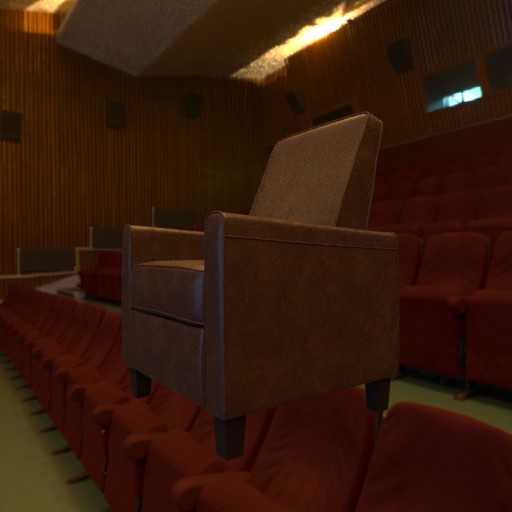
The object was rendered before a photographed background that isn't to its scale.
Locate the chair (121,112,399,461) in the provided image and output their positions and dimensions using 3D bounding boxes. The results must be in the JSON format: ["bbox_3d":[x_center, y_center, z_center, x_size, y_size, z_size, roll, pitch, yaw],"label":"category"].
[{"bbox_3d":[0.000,0.000,1.545,0.746,1.013,0.705,0,0,-36],"label":"chair"}]
